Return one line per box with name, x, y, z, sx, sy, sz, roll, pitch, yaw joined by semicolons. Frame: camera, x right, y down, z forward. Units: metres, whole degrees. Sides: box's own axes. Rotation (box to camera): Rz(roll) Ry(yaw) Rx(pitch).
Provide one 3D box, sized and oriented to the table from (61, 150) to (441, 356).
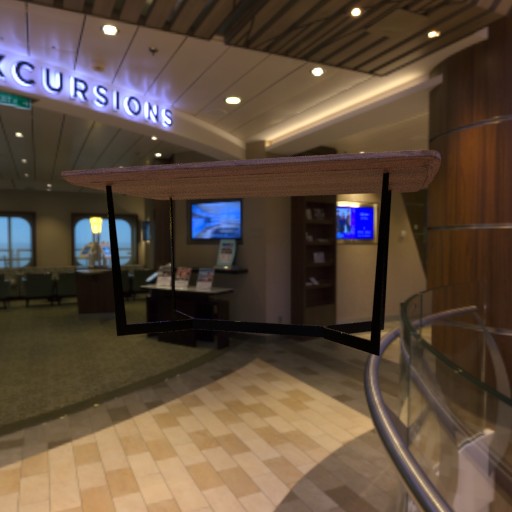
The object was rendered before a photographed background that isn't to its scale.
table;0.000;0.000;2.188;1.643;0.765;0.949;1;2;18
